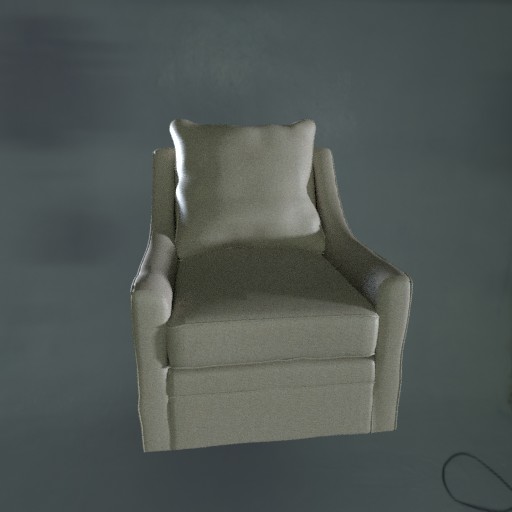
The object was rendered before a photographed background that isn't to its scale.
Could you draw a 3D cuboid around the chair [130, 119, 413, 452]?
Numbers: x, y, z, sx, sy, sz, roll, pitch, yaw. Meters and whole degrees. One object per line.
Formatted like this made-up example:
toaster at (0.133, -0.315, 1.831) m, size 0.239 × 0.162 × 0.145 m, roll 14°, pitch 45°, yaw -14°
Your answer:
chair at (0.000, 0.000, 1.575) m, size 0.760 × 0.942 × 0.876 m, roll -2°, pitch 16°, yaw -7°
